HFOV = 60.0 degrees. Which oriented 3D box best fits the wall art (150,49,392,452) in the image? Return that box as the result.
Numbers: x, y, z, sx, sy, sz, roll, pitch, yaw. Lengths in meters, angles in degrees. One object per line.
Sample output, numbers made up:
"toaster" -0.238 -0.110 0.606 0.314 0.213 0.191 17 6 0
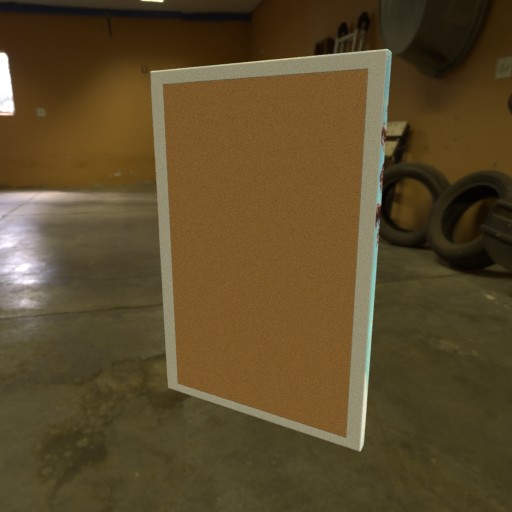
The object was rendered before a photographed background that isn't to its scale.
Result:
"wall art" 0.000 0.000 1.130 0.605 0.915 0.037 8 17 28
